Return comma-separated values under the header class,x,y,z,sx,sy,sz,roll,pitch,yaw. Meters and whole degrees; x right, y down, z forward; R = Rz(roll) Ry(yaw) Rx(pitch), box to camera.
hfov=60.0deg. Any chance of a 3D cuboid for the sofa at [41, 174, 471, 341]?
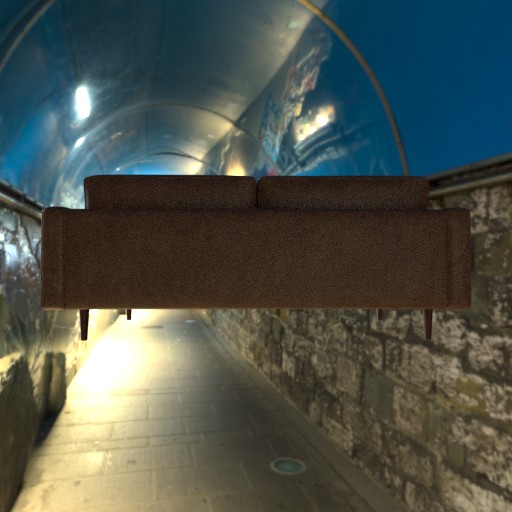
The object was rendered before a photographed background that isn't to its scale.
class,x,y,z,sx,sy,sz,roll,pitch,yaw
sofa,0.000,0.000,2.342,1.870,0.760,0.910,0,-1,-1
